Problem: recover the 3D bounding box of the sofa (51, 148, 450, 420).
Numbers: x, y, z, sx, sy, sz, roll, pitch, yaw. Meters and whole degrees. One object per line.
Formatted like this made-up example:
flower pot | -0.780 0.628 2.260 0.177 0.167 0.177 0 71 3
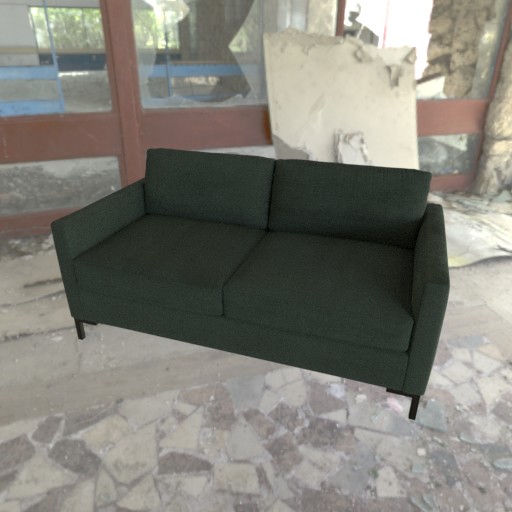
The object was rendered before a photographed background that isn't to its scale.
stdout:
sofa | 0.000 0.000 2.146 1.676 0.817 0.875 9 28 17
